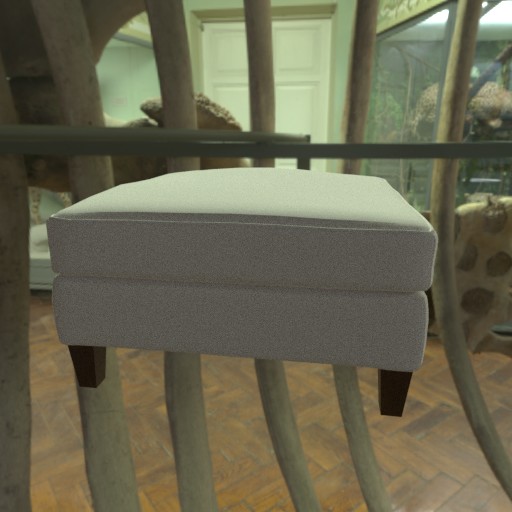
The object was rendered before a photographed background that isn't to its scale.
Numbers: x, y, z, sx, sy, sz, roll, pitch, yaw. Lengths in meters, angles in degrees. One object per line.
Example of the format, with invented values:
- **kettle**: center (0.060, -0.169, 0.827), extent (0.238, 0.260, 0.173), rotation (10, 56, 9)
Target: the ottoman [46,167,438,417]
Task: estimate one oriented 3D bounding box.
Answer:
- **ottoman**: center (0.000, 0.000, 1.326), extent (0.838, 0.479, 0.838), rotation (3, 17, 8)
